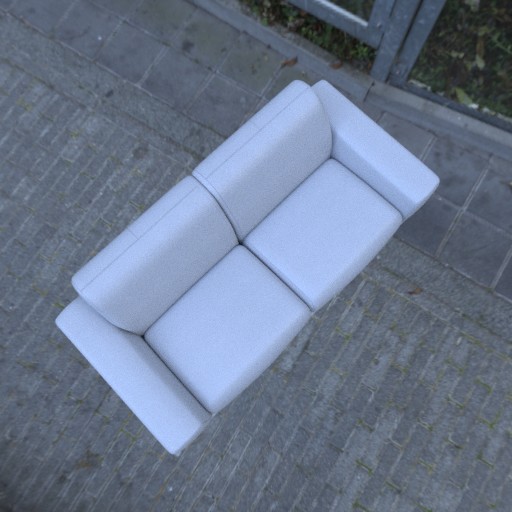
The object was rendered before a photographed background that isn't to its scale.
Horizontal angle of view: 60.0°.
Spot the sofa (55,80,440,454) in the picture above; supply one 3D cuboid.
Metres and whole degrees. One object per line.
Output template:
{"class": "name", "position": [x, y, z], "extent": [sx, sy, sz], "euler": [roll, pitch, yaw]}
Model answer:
{"class": "sofa", "position": [0.000, 0.000, 2.353], "extent": [1.901, 0.772, 0.900], "euler": [-44, 80, -10]}
